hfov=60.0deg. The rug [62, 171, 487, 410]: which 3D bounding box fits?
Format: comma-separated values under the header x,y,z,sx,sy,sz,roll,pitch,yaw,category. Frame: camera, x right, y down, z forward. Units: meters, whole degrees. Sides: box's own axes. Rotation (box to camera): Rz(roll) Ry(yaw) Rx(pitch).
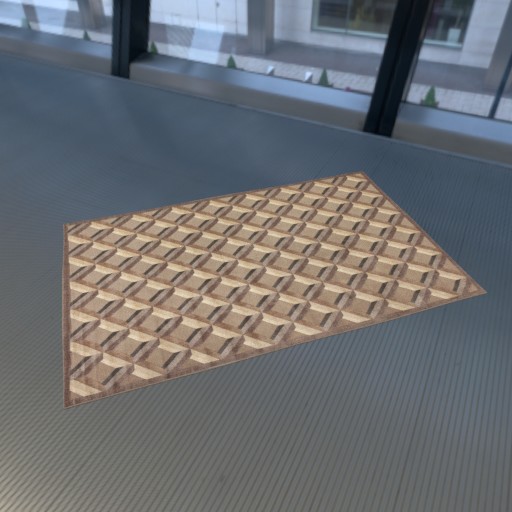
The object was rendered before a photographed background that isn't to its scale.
x,y,z,sx,sy,sz,roll,pitch,yaw,category
0.000,0.000,2.022,1.677,0.011,1.066,-12,42,-14,rug
